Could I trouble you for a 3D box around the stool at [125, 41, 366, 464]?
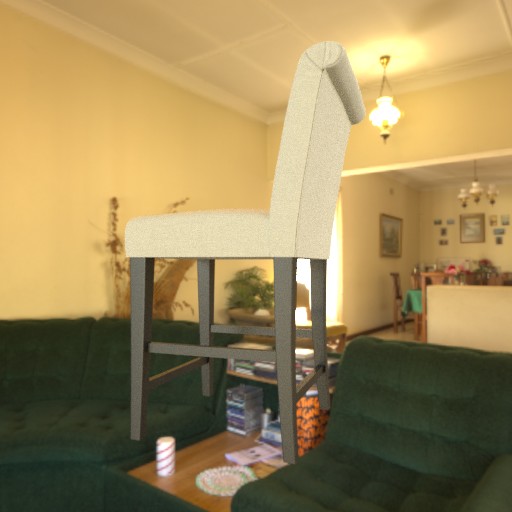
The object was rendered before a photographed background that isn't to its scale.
[{"bbox_3d":[0.000,0.000,1.299,0.597,0.976,0.452,0,-1,20],"label":"stool"}]
